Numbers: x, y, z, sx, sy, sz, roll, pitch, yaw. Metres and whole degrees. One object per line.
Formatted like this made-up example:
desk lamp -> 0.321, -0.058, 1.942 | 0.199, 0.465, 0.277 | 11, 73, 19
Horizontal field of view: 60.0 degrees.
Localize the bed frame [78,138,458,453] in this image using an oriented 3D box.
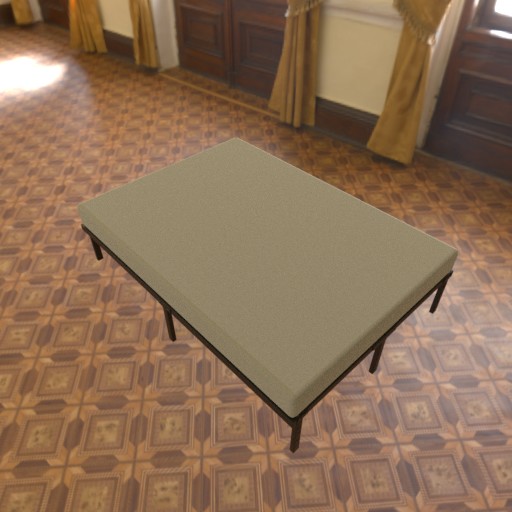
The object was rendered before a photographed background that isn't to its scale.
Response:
bed frame -> 0.000, 0.000, 3.863 | 2.205, 0.680, 2.842 | -26, 48, -26
